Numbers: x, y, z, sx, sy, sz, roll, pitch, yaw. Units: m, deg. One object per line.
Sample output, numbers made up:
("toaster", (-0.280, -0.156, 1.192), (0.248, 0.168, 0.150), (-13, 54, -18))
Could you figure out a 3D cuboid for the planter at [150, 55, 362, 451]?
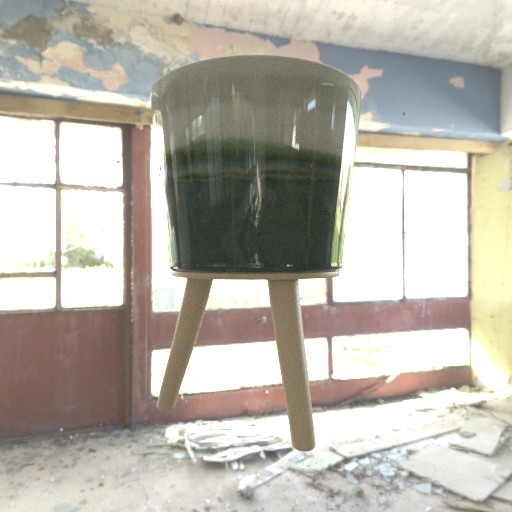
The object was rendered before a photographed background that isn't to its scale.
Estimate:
("planter", (0.000, 0.000, 0.468), (0.217, 0.331, 0.217), (0, 0, 18))
